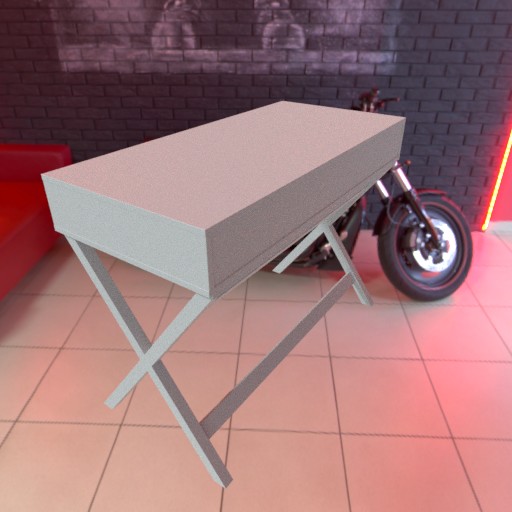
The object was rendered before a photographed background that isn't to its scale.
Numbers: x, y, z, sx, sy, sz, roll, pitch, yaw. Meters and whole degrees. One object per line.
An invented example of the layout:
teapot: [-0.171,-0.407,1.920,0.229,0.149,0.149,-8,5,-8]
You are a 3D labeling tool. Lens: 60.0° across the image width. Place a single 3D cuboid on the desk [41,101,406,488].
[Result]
desk: [0.000,0.000,1.483,0.525,0.780,1.057,19,35,30]
